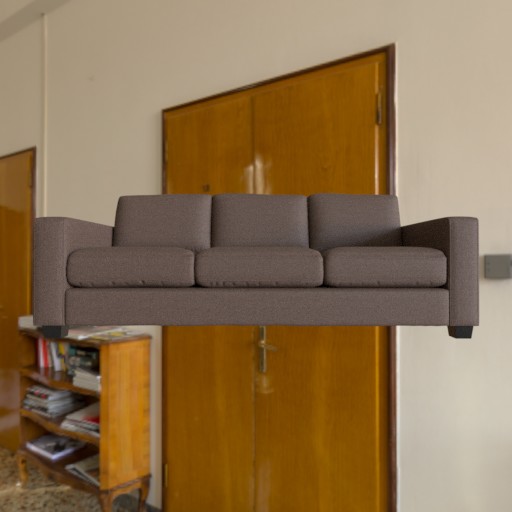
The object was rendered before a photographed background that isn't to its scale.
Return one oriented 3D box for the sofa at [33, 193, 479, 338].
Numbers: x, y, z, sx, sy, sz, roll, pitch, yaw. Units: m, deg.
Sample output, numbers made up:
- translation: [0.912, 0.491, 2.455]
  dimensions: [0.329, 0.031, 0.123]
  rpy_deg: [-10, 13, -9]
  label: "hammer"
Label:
- translation: [0.000, 0.000, 2.564]
  dimensions: [2.160, 0.806, 0.900]
  rpy_deg: [0, 0, 0]
  label: "sofa"
